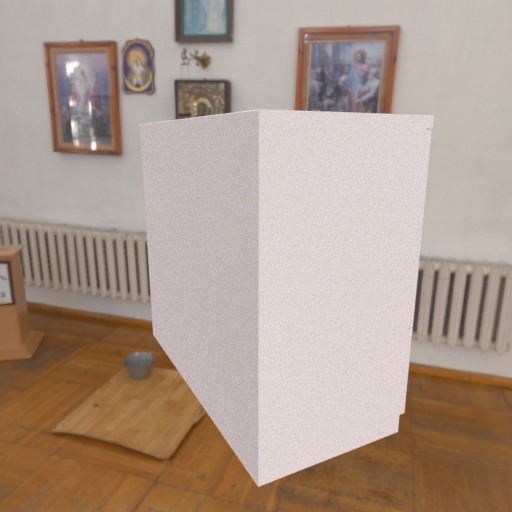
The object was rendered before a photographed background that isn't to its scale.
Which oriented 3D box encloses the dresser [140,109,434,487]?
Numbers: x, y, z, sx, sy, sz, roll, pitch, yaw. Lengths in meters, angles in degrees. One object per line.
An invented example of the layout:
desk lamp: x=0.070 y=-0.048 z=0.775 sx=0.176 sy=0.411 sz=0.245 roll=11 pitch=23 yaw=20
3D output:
dresser: x=0.000 y=0.000 z=1.268 sx=0.420 sy=0.740 sz=0.830 roll=-8 pitch=16 yaw=-26
